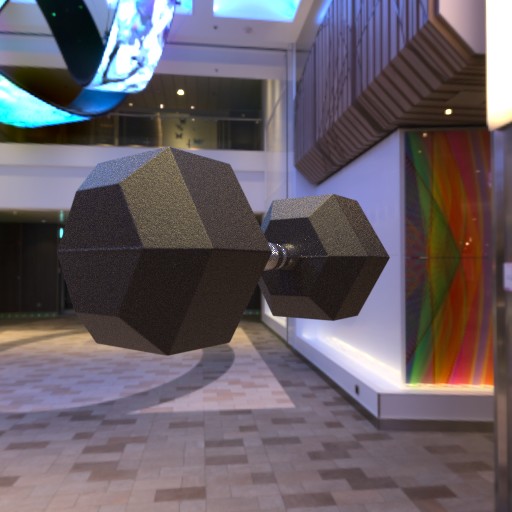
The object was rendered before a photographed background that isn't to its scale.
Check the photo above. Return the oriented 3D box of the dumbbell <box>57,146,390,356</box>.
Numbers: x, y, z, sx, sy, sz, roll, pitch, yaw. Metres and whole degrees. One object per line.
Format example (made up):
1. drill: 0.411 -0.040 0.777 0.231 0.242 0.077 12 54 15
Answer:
1. dumbbell: 0.000 0.000 0.472 0.173 0.150 0.384 -1 -2 37
